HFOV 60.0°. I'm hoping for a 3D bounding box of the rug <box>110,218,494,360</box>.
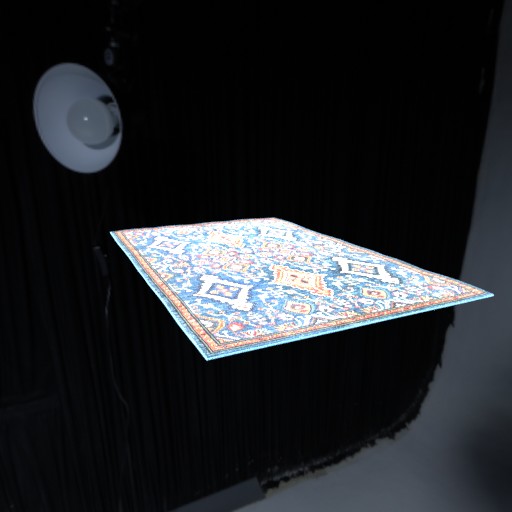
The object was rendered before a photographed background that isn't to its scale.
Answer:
[{"bbox_3d":[0.000,0.000,2.280,1.195,0.014,1.847,-7,17,-25],"label":"rug"}]
